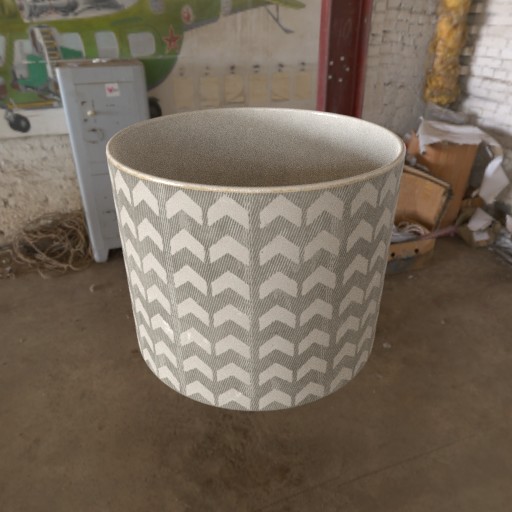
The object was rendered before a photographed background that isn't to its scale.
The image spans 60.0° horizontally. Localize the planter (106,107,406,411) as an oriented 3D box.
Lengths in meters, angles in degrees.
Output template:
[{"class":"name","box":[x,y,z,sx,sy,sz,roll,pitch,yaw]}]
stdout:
[{"class":"planter","box":[0.000,0.000,0.336,0.190,0.181,0.190,0,30,0]}]
